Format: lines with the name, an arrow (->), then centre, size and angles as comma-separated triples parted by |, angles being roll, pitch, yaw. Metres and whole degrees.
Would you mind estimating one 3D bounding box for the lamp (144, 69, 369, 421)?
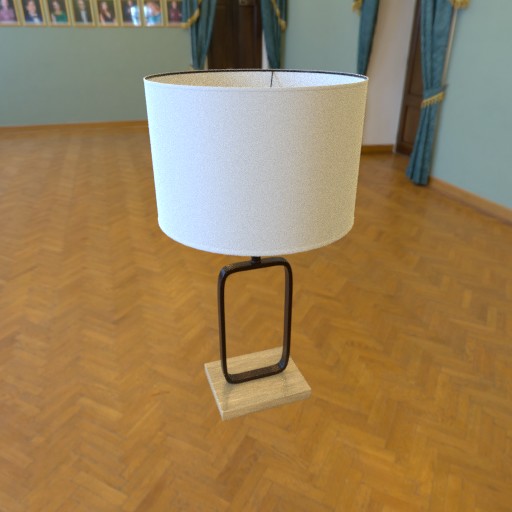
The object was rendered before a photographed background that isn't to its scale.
lamp -> 0.000, 0.000, 0.674 | 0.279, 0.508, 0.279 | -9, 28, -17
